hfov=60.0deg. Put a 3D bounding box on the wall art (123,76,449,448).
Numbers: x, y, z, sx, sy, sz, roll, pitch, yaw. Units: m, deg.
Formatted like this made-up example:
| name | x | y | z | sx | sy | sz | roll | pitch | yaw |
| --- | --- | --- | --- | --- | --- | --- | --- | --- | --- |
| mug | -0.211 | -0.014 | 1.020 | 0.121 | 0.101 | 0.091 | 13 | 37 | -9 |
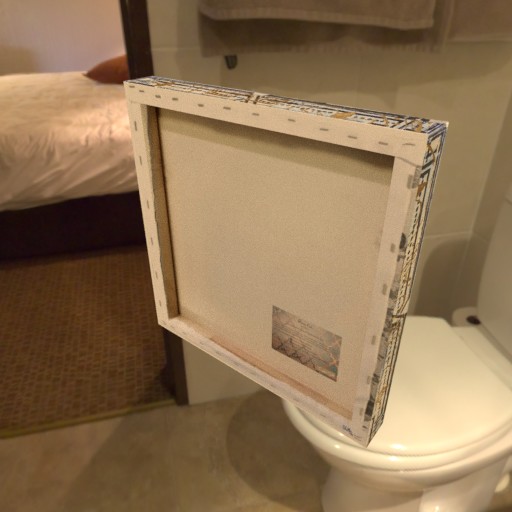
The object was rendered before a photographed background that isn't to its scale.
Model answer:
| name | x | y | z | sx | sy | sz | roll | pitch | yaw |
| --- | --- | --- | --- | --- | --- | --- | --- | --- | --- |
| wall art | 0.000 | 0.000 | 0.445 | 0.302 | 0.306 | 0.038 | 22 | 37 | 32 |
